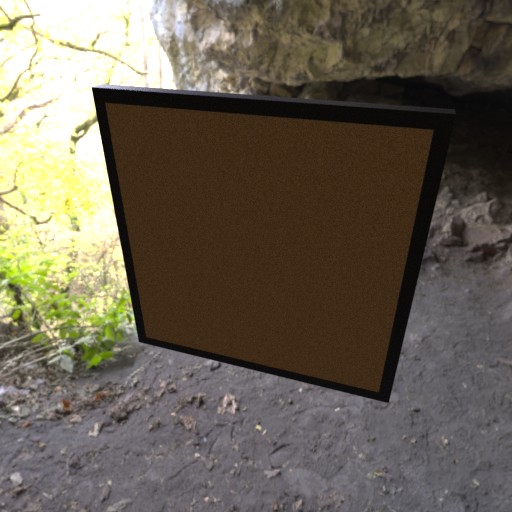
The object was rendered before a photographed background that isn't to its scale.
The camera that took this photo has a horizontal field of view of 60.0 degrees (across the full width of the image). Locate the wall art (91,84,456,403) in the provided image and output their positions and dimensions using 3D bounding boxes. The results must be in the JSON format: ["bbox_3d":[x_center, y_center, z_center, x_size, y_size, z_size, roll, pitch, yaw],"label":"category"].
[{"bbox_3d":[0.000,0.000,1.109,0.765,0.765,0.038,10,33,15],"label":"wall art"}]
